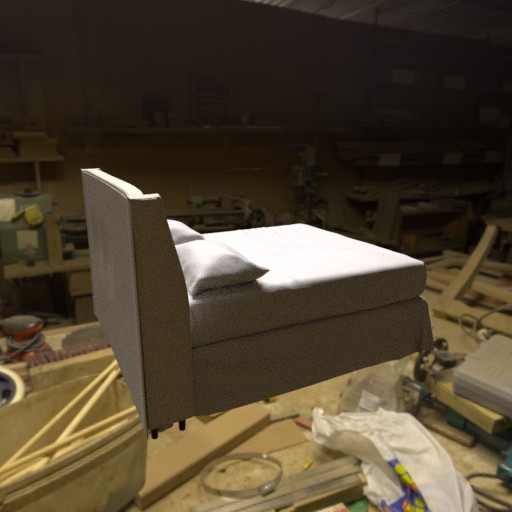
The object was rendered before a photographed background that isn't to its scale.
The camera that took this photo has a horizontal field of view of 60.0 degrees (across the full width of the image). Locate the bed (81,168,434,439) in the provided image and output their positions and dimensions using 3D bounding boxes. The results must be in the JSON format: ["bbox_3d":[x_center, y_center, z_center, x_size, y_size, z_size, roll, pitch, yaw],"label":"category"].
[{"bbox_3d":[0.000,0.000,3.471,2.276,1.332,1.925,-8,17,-26],"label":"bed"}]
